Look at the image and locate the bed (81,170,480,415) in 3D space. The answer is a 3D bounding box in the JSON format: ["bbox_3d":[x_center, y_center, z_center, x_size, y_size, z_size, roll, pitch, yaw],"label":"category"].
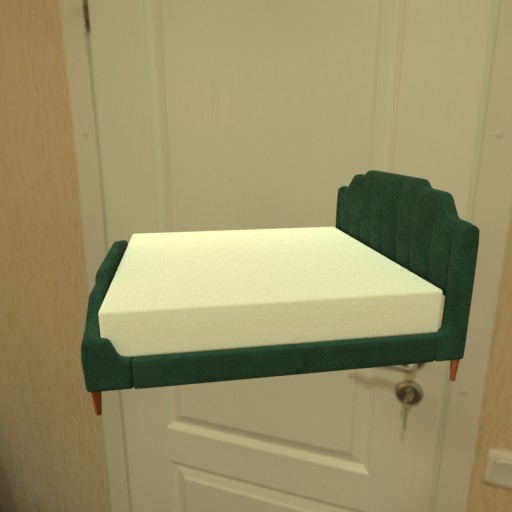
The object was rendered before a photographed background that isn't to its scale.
[{"bbox_3d":[0.000,0.000,3.496,2.340,1.245,2.074,-3,16,-9],"label":"bed"}]
